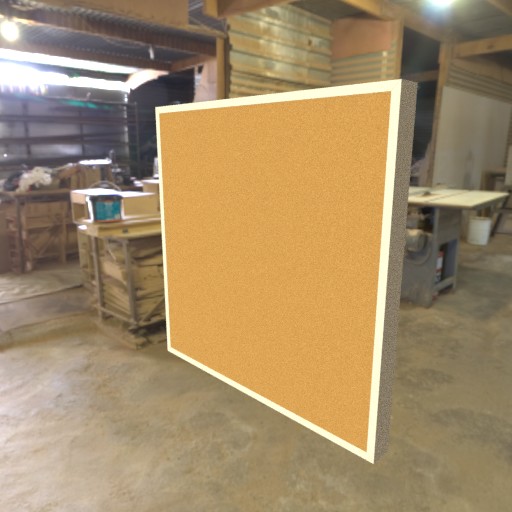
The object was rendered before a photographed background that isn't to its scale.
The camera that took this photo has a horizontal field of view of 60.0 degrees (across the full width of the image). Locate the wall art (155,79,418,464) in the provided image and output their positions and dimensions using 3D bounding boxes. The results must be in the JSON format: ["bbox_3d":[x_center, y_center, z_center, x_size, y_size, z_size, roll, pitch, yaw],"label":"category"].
[{"bbox_3d":[0.000,0.000,0.753,0.040,0.509,0.509,-13,19,-43],"label":"wall art"}]
